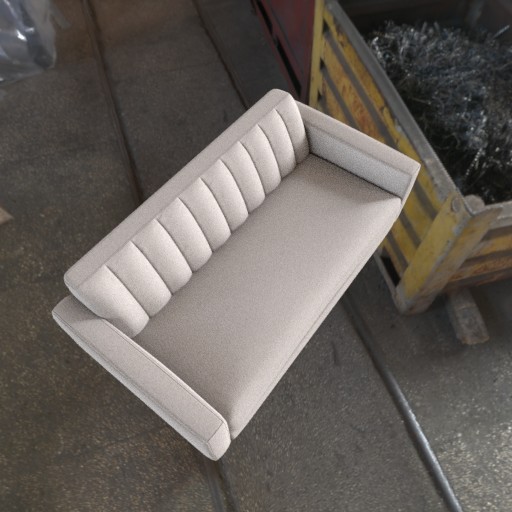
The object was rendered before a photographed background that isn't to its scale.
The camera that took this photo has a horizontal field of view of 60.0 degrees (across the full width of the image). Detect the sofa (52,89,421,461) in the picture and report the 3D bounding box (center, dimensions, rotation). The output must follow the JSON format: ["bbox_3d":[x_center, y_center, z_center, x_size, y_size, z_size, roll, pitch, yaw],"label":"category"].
[{"bbox_3d":[0.000,0.000,2.462,0.969,0.814,1.895,33,64,18],"label":"sofa"}]
